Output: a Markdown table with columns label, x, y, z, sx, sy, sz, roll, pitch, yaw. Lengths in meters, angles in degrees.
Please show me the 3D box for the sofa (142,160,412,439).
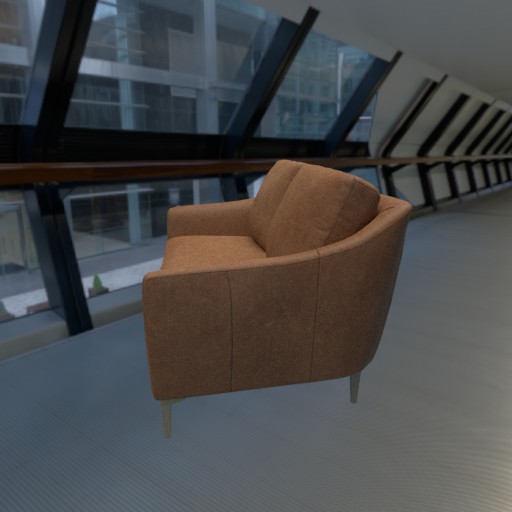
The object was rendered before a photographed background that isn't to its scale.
| label | x | y | z | sx | sy | sz | roll | pitch | yaw |
| --- | --- | --- | --- | --- | --- | --- | --- | --- | --- |
| sofa | 0.000 | 0.000 | 2.215 | 0.960 | 0.902 | 1.619 | -2 | 14 | -8 |
